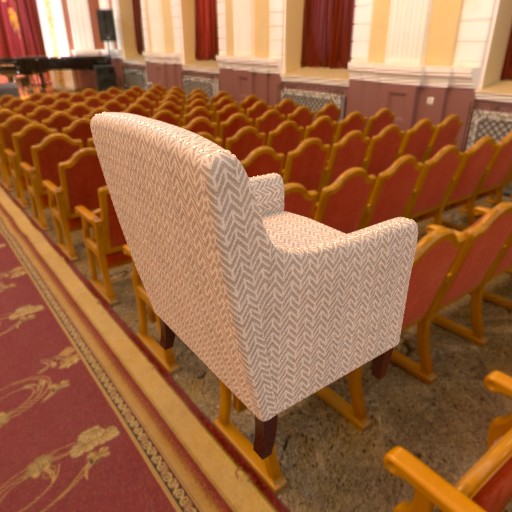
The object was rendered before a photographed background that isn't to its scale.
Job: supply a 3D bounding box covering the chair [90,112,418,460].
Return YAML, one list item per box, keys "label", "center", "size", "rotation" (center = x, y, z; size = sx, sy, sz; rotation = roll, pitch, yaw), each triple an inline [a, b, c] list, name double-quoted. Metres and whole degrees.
- label: "chair"
  center: [0.000, 0.000, 1.289]
  size: [0.651, 0.816, 0.623]
  rotation: [-18, 31, -32]
